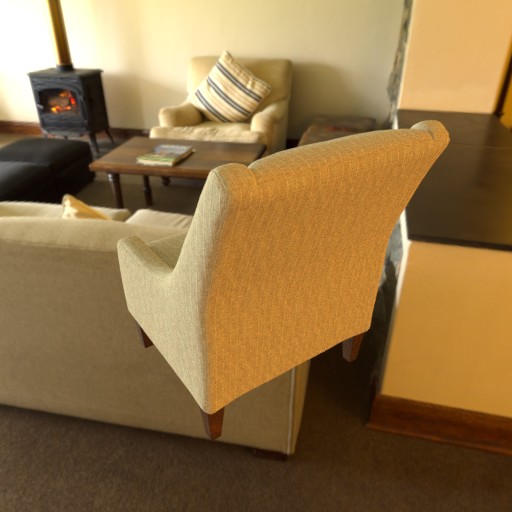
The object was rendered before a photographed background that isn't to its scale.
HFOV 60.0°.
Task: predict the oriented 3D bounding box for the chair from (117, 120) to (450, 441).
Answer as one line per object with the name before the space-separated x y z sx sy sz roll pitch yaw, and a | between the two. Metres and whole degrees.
chair | 0.000 0.000 1.605 0.774 1.014 0.870 -19 35 -30
